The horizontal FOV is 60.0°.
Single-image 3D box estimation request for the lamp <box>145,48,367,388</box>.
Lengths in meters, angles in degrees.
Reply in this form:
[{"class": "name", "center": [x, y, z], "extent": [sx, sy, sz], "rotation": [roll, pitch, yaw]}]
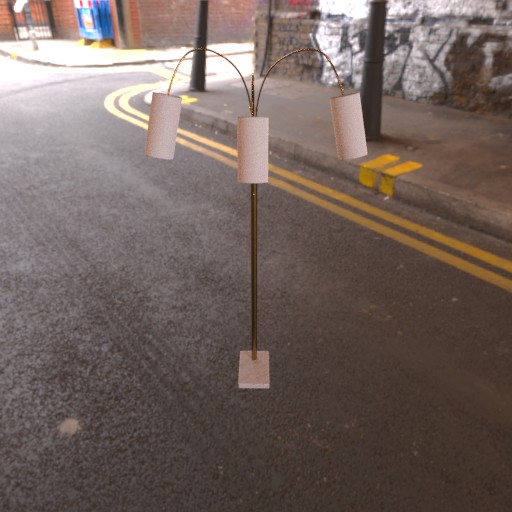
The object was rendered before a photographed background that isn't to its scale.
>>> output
[{"class": "lamp", "center": [0.000, 0.000, 2.426], "extent": [1.020, 2.055, 0.667], "rotation": [0, 30, 1]}]
